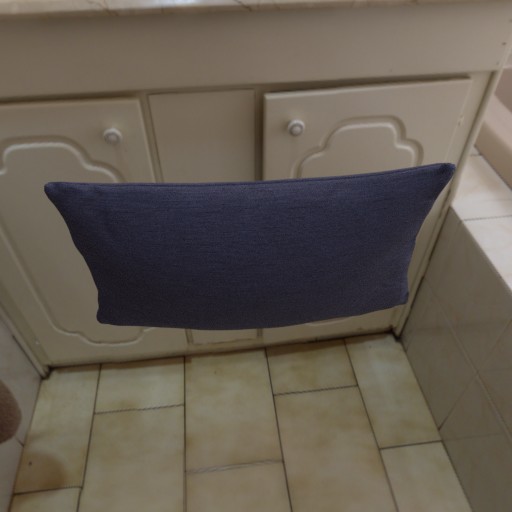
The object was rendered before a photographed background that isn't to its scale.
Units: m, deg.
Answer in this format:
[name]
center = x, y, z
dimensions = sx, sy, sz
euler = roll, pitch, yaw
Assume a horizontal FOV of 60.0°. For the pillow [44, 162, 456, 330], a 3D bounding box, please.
[pillow]
center = 0.000, 0.000, 0.784
dimensions = 0.633, 0.338, 0.210
euler = -3, 45, -3
